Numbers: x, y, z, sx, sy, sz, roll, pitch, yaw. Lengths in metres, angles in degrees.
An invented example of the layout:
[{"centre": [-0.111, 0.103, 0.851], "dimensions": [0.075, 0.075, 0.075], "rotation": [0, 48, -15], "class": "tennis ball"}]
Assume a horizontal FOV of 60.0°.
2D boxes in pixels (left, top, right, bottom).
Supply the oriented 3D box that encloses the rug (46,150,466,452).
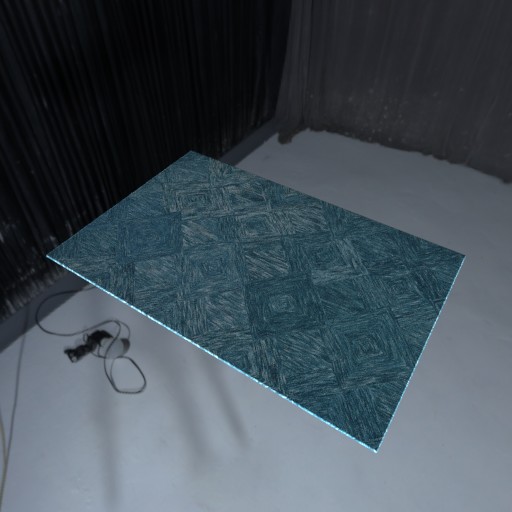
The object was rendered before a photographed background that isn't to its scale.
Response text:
[{"centre": [0.000, 0.000, 2.874], "dimensions": [2.277, 0.015, 1.490], "rotation": [25, 51, 23], "class": "rug"}]
